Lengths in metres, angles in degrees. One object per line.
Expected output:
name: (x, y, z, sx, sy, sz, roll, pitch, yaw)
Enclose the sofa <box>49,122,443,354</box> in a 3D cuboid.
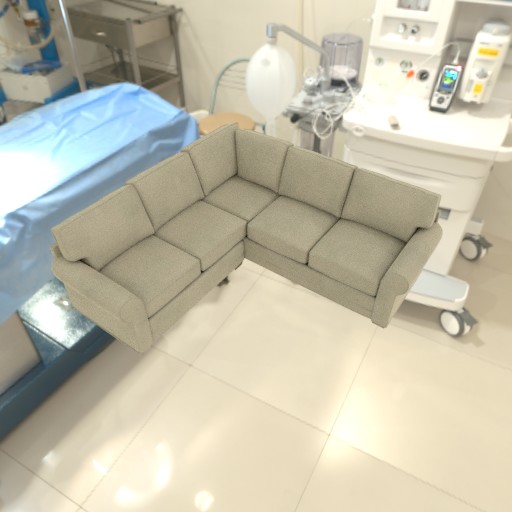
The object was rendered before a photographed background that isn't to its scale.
sofa: (0.000, 0.000, 3.969, 2.562, 1.053, 2.487, 26, 48, 26)
